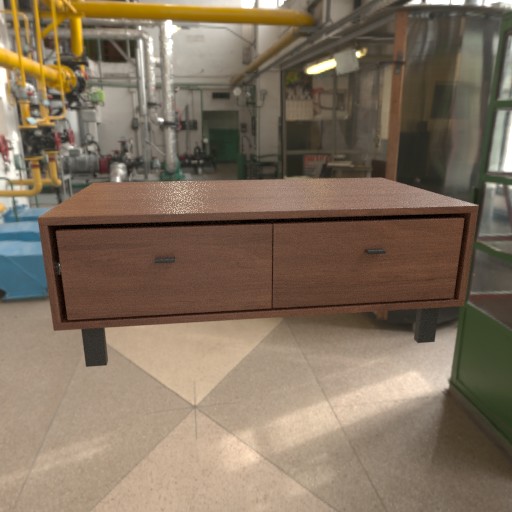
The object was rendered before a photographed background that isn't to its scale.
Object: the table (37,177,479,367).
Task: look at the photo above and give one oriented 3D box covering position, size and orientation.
[{"bbox_3d":[0.000,0.000,1.332,1.020,0.380,0.600,-2,17,-8],"label":"table"}]
